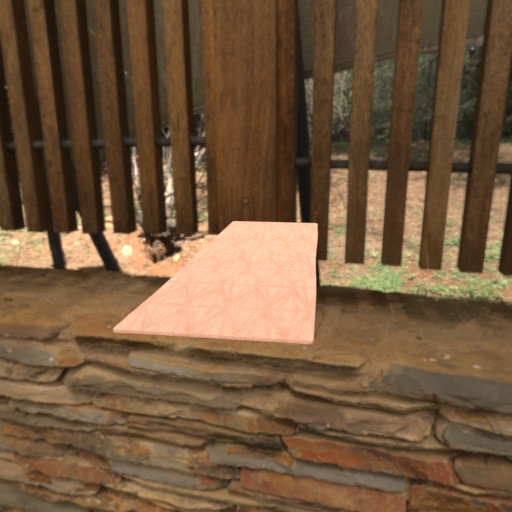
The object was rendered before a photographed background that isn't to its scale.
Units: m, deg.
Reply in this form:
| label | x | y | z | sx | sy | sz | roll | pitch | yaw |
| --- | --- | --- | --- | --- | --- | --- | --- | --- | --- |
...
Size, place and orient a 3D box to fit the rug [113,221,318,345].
| label | x | y | z | sx | sy | sz | roll | pitch | yaw |
| --- | --- | --- | --- | --- | --- | --- | --- | --- | --- |
| rug | 0.000 | 0.000 | 2.775 | 0.760 | 0.015 | 2.435 | 2 | 14 | 8 |
